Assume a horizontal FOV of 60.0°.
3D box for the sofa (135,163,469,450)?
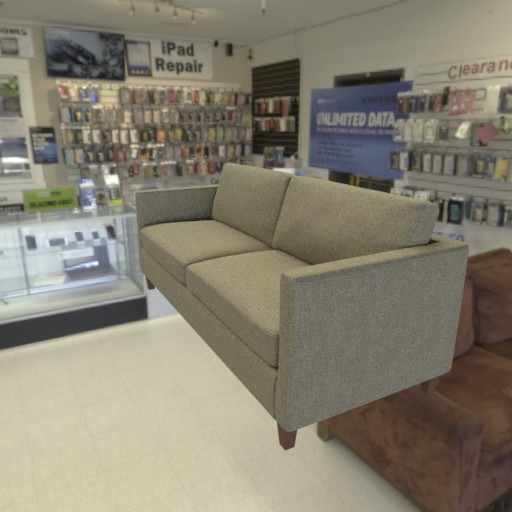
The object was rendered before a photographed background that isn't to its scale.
[{"bbox_3d":[0.000,0.000,2.697,0.956,0.960,2.208,-9,19,-27],"label":"sofa"}]
